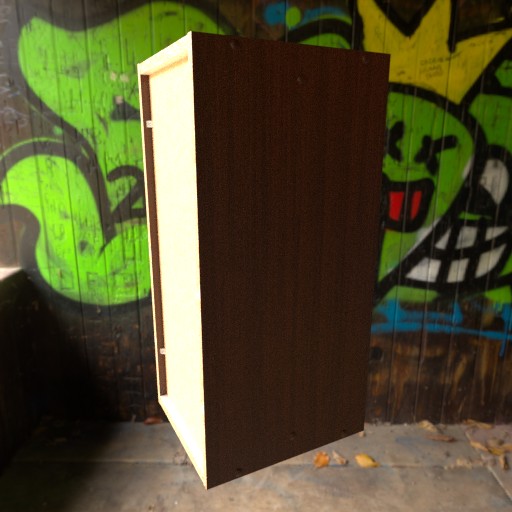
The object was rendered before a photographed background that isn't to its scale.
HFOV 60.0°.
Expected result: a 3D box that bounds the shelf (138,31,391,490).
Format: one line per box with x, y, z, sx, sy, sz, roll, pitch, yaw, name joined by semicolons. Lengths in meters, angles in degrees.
0.000;0.000;0.731;0.290;0.600;0.253;-8;16;-27;shelf
